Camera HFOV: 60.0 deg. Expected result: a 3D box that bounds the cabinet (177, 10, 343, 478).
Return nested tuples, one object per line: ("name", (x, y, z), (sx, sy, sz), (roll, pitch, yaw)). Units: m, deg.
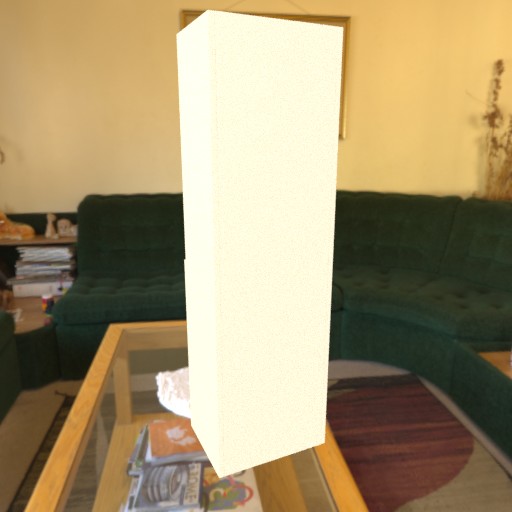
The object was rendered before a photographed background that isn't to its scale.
("cabinet", (0.000, 0.000, 1.459), (0.400, 1.350, 0.300), (-7, 16, -24))
